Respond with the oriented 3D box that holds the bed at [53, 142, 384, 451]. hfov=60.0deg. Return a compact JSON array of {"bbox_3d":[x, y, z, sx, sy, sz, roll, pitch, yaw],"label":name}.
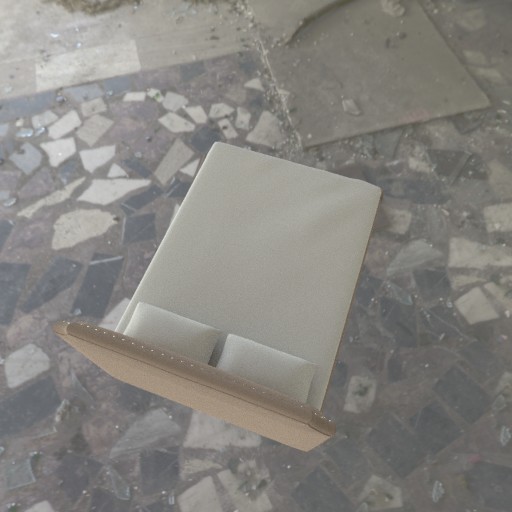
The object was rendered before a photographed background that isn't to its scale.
[{"bbox_3d":[0.000,0.000,3.477,1.713,1.443,2.372,18,64,9],"label":"bed"}]
